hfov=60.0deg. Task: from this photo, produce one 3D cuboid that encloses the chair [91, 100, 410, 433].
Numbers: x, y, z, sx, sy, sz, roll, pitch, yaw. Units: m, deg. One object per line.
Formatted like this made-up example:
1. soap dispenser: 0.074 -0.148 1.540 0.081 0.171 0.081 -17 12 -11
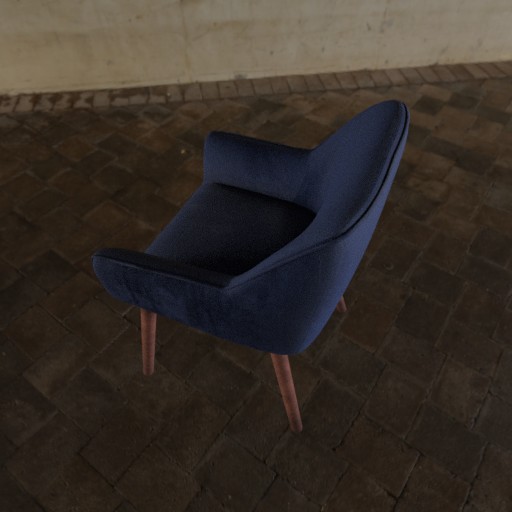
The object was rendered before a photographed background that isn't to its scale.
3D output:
1. chair: 0.000 0.000 1.229 0.600 0.820 0.600 18 49 16
